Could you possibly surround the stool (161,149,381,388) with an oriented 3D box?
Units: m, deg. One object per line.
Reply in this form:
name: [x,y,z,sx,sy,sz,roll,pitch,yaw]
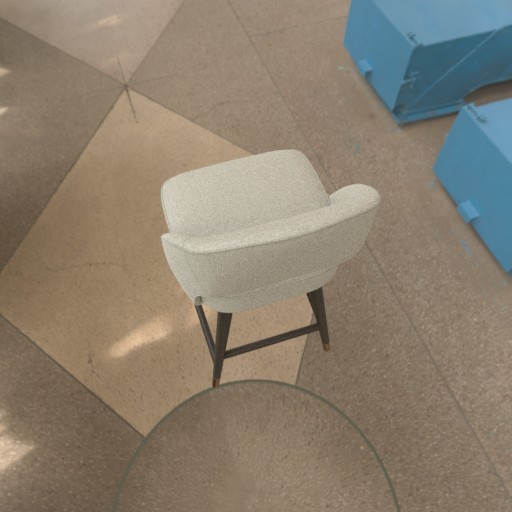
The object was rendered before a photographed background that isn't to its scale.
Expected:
stool: [0.000,0.000,1.298,0.494,0.940,0.509,-16,60,-9]
